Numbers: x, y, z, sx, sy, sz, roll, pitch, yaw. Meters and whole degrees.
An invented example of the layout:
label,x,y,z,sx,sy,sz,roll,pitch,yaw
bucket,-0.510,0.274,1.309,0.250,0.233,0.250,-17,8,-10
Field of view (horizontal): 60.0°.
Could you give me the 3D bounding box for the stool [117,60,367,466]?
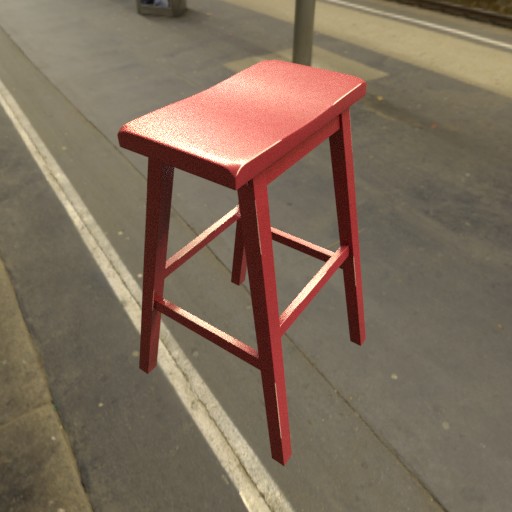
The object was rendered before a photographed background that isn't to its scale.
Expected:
label,x,y,z,sx,sy,sz,roll,pitch,yaw
stool,0.000,0.000,1.037,0.476,0.737,0.457,24,46,26
